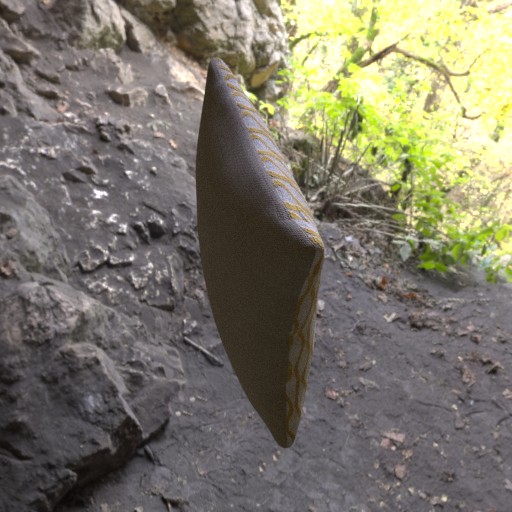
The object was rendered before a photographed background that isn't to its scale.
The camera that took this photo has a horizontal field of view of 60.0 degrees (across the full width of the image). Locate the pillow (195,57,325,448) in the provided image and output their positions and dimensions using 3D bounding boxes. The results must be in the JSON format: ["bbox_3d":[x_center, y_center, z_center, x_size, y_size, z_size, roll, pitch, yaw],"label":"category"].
[{"bbox_3d":[0.000,0.000,0.667,0.159,0.436,0.429,-12,46,-11],"label":"pillow"}]
